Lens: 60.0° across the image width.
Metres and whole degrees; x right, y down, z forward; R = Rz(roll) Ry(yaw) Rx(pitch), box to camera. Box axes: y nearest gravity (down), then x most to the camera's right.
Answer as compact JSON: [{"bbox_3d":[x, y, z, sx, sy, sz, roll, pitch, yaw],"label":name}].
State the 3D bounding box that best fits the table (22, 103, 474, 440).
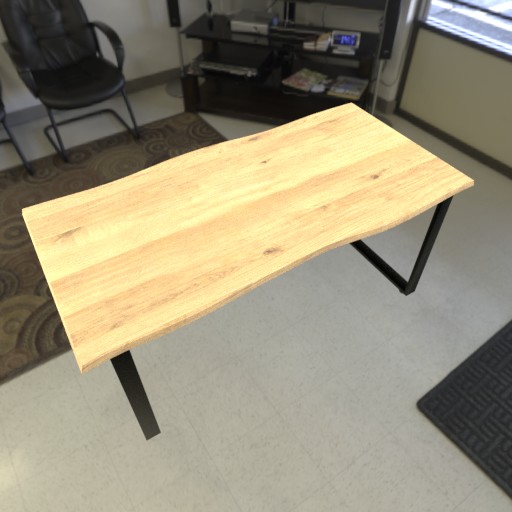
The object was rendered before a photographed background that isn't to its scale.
[{"bbox_3d":[0.000,0.000,2.213,1.800,0.780,0.900,-24,51,-21],"label":"table"}]
